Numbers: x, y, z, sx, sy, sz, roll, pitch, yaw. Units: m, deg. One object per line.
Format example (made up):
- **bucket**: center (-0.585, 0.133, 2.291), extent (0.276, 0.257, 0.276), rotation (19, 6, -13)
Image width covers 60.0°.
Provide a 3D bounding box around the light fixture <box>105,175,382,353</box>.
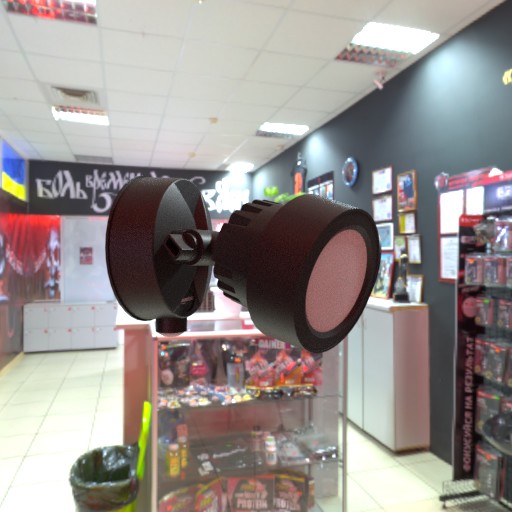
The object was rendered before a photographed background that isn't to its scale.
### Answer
- **light fixture**: center (0.000, 0.000, 0.310), extent (0.168, 0.120, 0.213), rotation (0, 0, 16)
